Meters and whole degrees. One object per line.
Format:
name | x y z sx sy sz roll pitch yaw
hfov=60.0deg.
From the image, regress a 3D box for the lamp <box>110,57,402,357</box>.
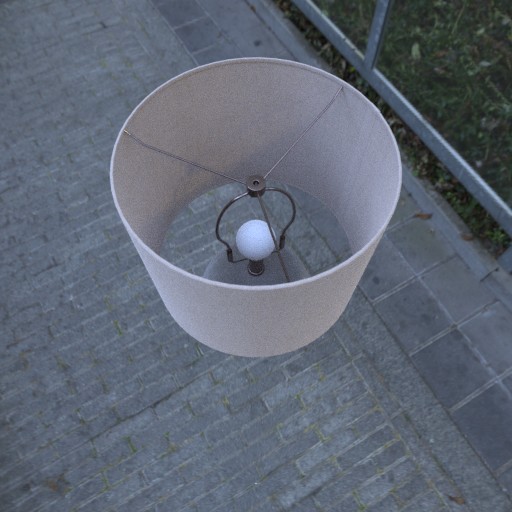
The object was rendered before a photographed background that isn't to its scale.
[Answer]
lamp | 0.000 0.000 0.593 0.269 0.409 0.269 -14 64 -7
